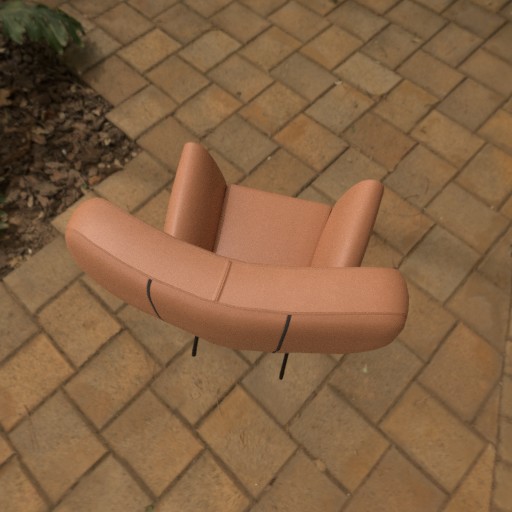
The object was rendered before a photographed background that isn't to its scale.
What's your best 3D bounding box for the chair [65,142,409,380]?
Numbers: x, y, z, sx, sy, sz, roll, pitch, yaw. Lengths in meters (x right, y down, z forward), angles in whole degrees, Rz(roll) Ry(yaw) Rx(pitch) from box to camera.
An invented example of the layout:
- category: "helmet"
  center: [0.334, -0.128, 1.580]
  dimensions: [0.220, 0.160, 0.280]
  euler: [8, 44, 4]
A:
- category: "chair"
  center: [0.000, 0.000, 1.756]
  dimensions: [0.980, 1.050, 0.900]
  euler: [13, 64, 7]
